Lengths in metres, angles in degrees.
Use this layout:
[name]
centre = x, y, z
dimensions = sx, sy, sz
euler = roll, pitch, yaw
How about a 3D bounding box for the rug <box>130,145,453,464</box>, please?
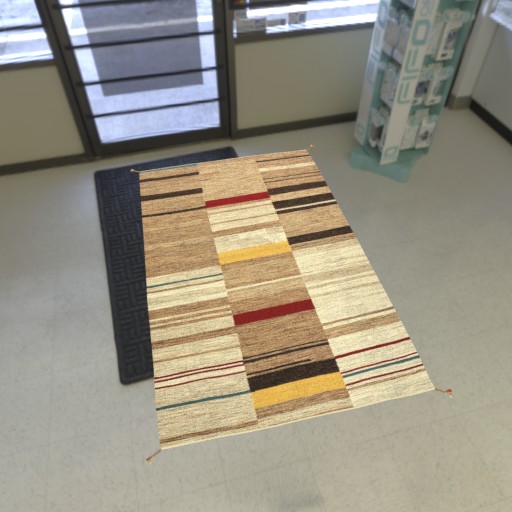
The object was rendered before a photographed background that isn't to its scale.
[rug]
centre = 0.000, 0.000, 2.366
dimensions = 1.268, 0.007, 1.918
euler = -9, 47, -9
